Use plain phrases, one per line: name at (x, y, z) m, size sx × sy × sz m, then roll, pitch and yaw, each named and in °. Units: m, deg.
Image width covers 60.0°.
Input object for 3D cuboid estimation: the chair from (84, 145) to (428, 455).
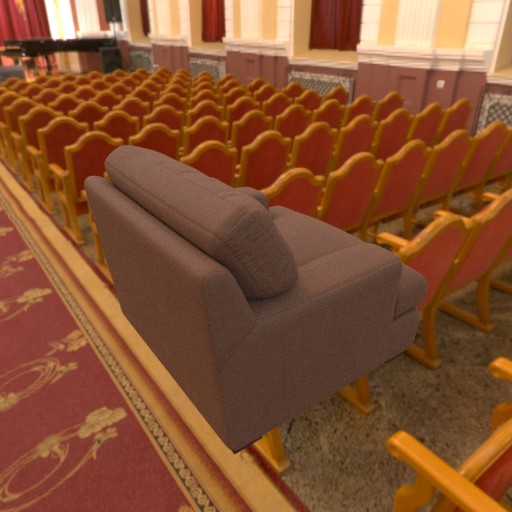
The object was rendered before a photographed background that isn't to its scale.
chair at (0.000, 0.000, 2.035) m, size 1.143 × 0.940 × 1.168 m, roll -18°, pitch 33°, yaw -31°
